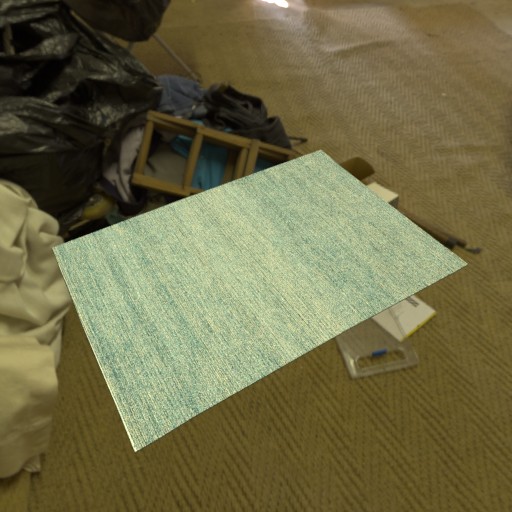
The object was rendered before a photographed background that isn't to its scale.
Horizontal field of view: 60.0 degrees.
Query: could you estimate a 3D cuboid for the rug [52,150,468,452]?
[{"bbox_3d":[0.000,0.000,5.232,4.078,0.052,2.802,-24,51,-21],"label":"rug"}]
